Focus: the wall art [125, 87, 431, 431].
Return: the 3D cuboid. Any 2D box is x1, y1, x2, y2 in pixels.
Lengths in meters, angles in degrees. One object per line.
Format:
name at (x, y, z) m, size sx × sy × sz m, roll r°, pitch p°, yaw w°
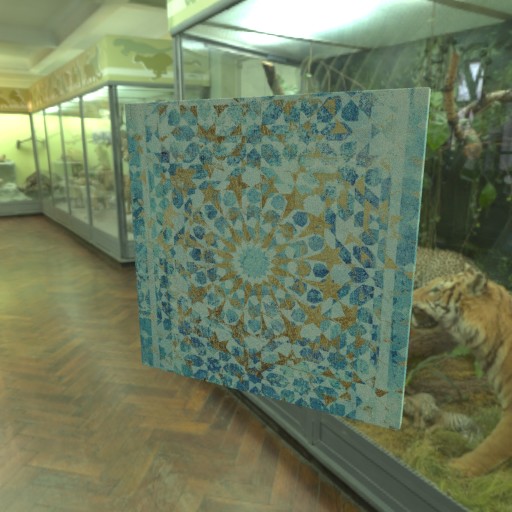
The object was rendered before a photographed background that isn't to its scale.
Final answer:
wall art at (0.000, 0.000, 1.351) m, size 0.916 × 0.916 × 0.040 m, roll 6°, pitch 15°, yaw 25°
